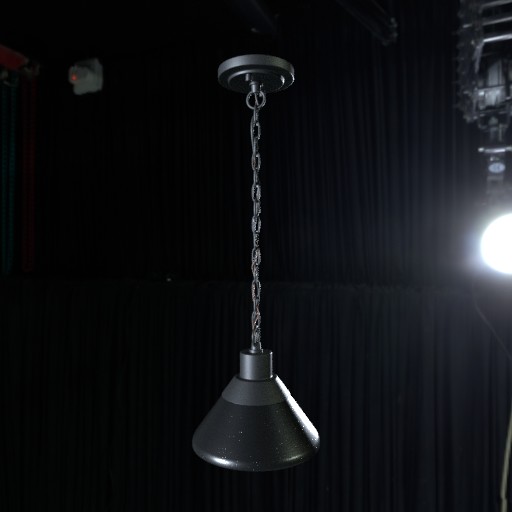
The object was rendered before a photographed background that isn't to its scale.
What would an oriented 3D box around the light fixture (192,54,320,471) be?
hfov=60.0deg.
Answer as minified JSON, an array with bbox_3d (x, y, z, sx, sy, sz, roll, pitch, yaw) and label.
[{"bbox_3d":[0.000,0.000,0.706,0.201,0.588,0.201,0,0,18],"label":"light fixture"}]
